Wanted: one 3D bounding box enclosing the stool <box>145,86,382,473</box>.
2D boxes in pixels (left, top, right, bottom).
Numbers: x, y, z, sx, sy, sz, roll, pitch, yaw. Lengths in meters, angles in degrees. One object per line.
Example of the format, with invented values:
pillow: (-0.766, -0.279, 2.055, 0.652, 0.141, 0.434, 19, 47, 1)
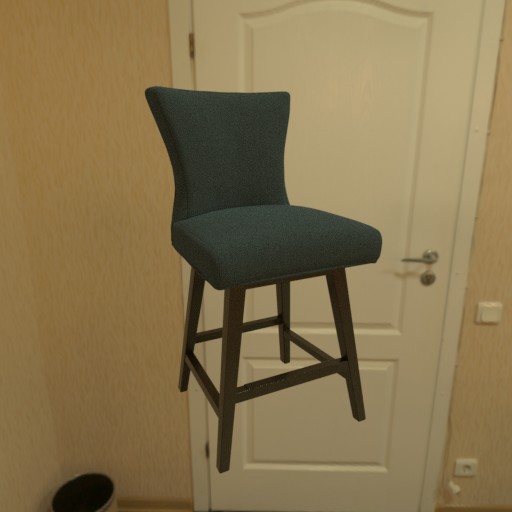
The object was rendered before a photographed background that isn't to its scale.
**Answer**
stool: (0.000, 0.000, 1.372, 0.514, 1.000, 0.574, -8, 18, -26)
